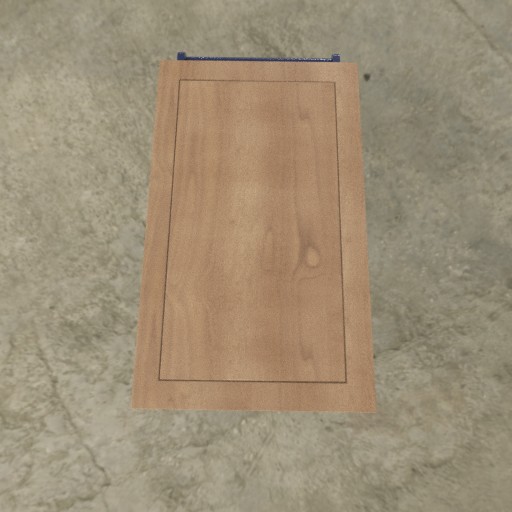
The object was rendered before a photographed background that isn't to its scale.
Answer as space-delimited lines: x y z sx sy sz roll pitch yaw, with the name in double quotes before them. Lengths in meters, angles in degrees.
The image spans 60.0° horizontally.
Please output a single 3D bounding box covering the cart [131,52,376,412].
"cart" 0.000 0.000 1.367 0.459 0.901 0.840 1 75 0
